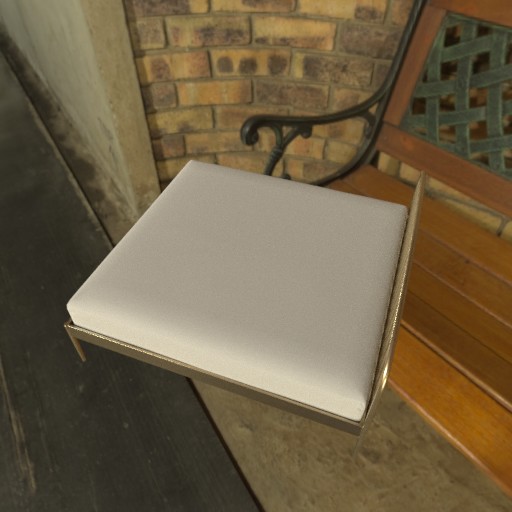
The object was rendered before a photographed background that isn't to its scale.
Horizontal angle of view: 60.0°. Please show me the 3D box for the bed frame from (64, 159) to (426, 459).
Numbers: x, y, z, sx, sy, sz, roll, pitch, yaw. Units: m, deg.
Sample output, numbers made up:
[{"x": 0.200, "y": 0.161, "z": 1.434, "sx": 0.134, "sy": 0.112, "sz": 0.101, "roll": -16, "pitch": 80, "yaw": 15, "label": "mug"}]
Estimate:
[{"x": 0.000, "y": 0.000, "z": 3.435, "sx": 2.152, "sy": 1.174, "sz": 2.016, "roll": 15, "pitch": 47, "yaw": 14, "label": "bed frame"}]
